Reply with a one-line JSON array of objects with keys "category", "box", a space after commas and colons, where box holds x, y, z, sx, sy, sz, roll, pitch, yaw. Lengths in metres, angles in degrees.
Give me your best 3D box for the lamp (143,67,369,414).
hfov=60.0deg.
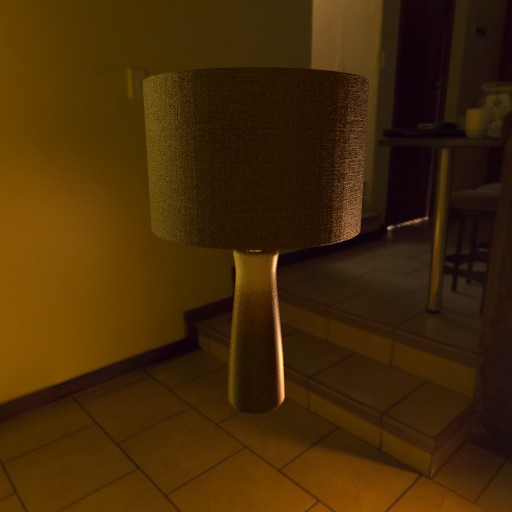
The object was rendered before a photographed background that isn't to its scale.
[{"category": "lamp", "box": [0.000, 0.000, 0.672, 0.303, 0.488, 0.303, 0, 15, 0]}]
